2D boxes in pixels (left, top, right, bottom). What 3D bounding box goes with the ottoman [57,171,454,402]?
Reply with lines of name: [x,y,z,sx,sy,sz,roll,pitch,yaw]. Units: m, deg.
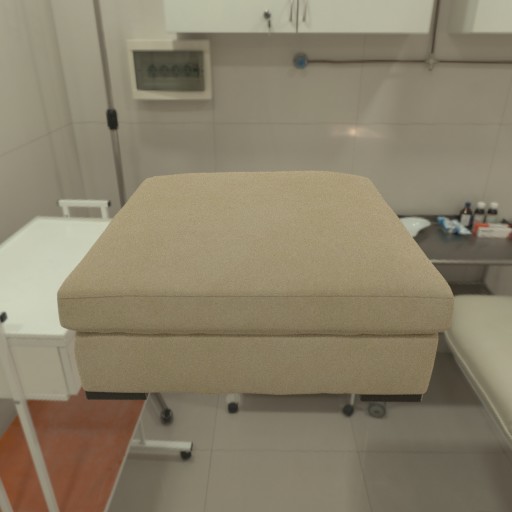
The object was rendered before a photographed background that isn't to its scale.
ottoman: [0.000,0.000,1.874,1.190,0.522,1.205,0,26,1]
